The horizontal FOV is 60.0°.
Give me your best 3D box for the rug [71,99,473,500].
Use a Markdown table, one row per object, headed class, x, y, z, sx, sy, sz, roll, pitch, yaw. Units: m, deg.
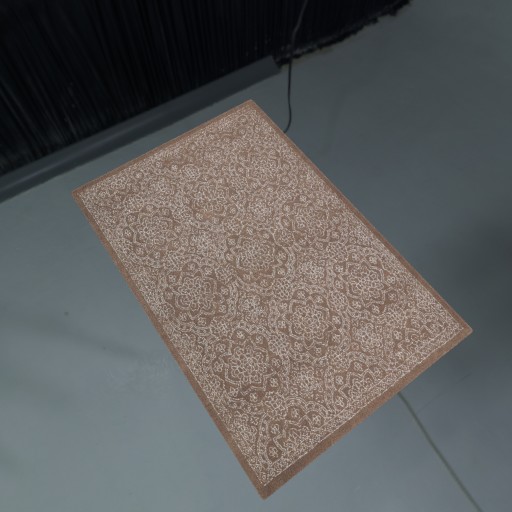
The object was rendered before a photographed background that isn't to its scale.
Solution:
| class | x | y | z | sx | sy | sz | roll | pitch | yaw |
| --- | --- | --- | --- | --- | --- | --- | --- | --- | --- |
| rug | 0.000 | 0.000 | 2.834 | 1.524 | 0.011 | 2.286 | -32 | 67 | -15 |
